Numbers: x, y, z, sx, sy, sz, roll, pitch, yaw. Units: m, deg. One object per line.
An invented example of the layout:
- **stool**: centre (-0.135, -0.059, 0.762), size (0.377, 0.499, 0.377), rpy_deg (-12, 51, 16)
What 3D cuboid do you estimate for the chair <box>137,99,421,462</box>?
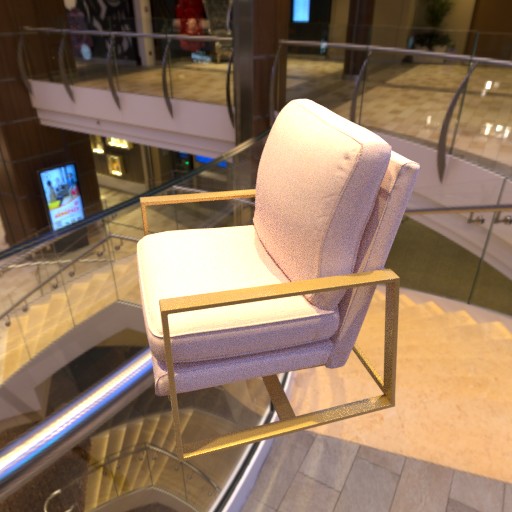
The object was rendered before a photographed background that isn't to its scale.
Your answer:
- **chair**: centre (0.000, 0.000, 1.554), size (0.813, 0.956, 0.758), rpy_deg (-8, 31, -14)
